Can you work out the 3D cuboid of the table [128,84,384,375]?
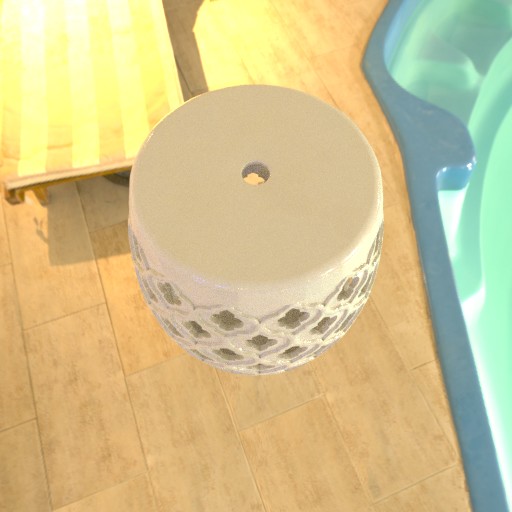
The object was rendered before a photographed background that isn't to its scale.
[{"bbox_3d":[0.000,0.000,0.628,0.325,0.388,0.325,0,64,0],"label":"table"}]
